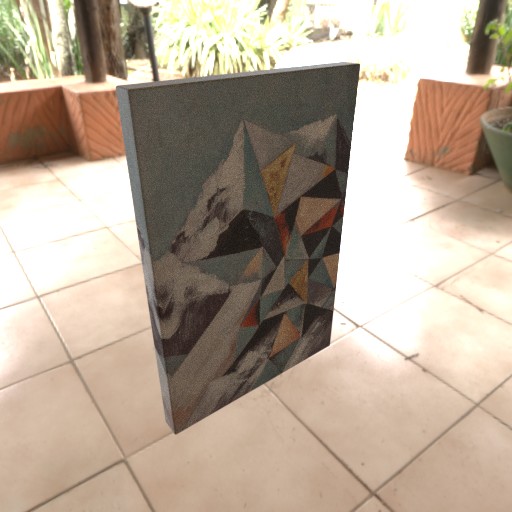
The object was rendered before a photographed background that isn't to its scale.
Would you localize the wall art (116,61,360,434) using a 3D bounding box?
[{"bbox_3d":[0.000,0.000,1.182,0.609,0.911,0.061,-21,36,-32],"label":"wall art"}]
